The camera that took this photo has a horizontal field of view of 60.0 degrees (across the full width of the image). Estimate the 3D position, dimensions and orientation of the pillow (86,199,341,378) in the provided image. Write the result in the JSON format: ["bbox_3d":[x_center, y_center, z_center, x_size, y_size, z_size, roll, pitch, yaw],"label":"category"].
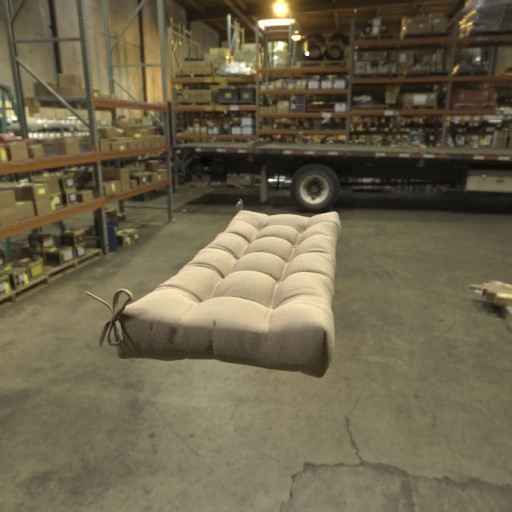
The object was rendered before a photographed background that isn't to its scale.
[{"bbox_3d":[0.000,0.000,1.386,0.511,0.174,1.194,3,17,11],"label":"pillow"}]
